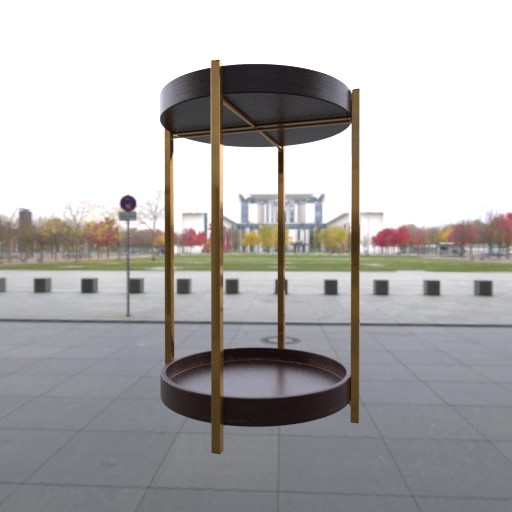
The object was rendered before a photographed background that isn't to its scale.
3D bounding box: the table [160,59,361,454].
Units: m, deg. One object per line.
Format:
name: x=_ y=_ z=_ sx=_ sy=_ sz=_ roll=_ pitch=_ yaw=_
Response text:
table: x=0.000 y=0.000 z=0.875 sx=0.400 sy=0.610 sz=0.400 roll=0 pitch=1 yaw=18
